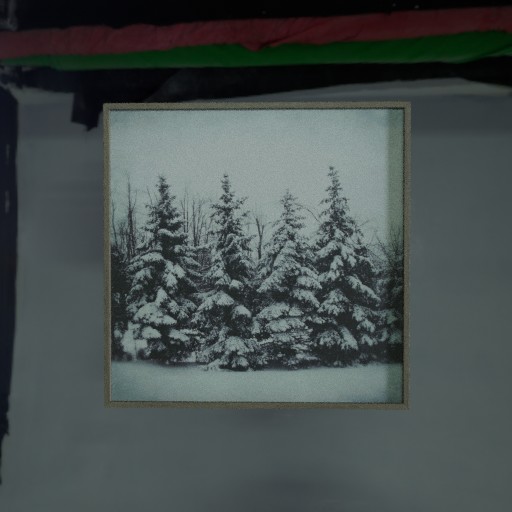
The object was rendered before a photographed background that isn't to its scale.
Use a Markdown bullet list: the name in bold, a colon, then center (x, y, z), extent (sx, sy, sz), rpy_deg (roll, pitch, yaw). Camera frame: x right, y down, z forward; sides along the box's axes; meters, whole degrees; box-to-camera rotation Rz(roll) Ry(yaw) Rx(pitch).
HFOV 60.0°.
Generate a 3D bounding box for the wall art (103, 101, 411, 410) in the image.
- **wall art**: center (0.000, 0.000, 0.753), extent (0.507, 0.507, 0.037), rpy_deg (0, 1, 1)
